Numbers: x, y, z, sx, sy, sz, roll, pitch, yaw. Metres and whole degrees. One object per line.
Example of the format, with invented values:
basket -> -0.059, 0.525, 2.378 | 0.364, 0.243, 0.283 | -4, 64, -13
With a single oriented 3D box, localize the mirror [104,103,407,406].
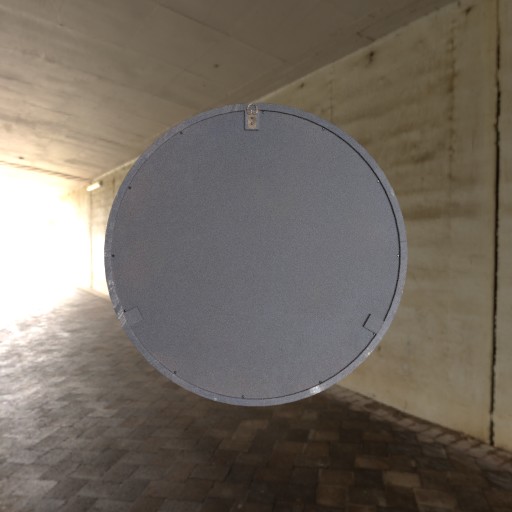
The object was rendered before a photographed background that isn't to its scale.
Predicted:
mirror -> 0.000, 0.000, 1.052 | 0.710, 0.710, 0.038 | 0, 2, 0
